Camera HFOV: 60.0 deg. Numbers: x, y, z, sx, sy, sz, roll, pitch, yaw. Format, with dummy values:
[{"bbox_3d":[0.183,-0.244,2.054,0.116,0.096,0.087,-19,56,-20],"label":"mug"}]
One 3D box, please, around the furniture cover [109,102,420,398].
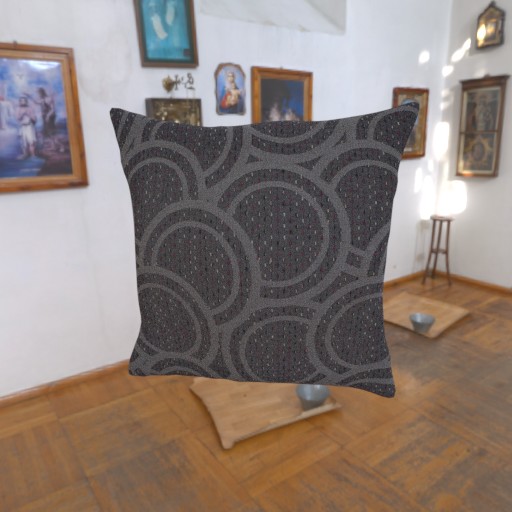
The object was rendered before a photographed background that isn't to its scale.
[{"bbox_3d":[0.000,0.000,0.788,0.514,0.513,0.163,2,14,9],"label":"furniture cover"}]
